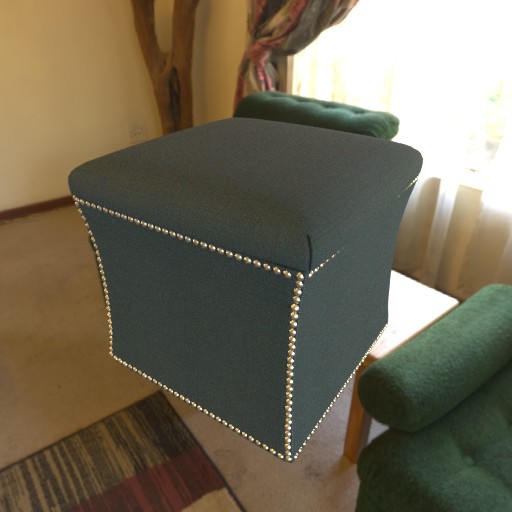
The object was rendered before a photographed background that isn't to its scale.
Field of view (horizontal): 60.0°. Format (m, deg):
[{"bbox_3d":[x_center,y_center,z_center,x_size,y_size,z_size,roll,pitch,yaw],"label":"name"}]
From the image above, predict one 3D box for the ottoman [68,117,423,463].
[{"bbox_3d":[0.000,0.000,0.925,0.507,0.475,0.497,19,35,30],"label":"ottoman"}]
